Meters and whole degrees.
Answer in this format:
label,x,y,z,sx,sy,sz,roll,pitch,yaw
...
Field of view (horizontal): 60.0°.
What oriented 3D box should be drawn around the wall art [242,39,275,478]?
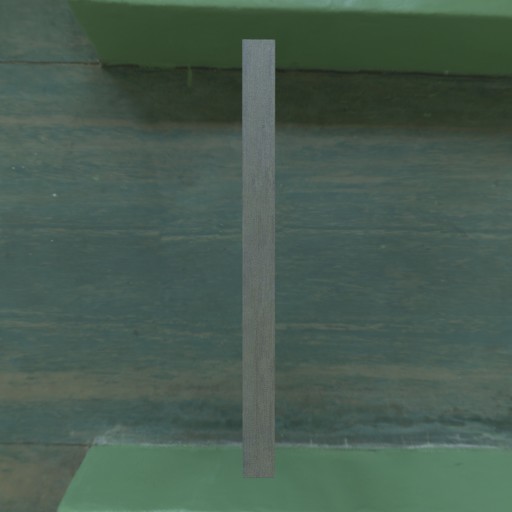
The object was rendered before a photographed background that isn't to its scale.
label,x,y,z,sx,sy,sz,roll,pitch,yaw
wall art,0.000,0.000,0.765,0.037,0.507,0.507,0,91,-1
